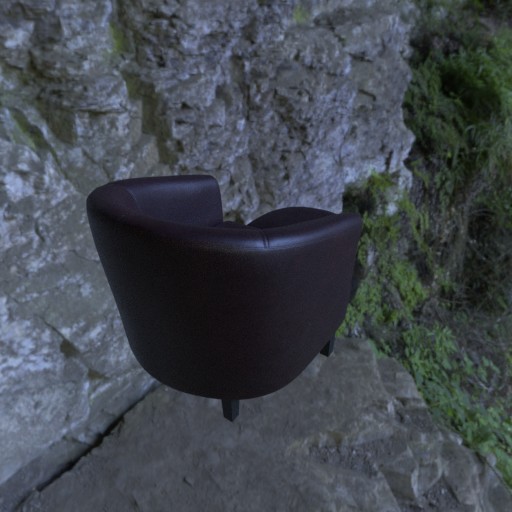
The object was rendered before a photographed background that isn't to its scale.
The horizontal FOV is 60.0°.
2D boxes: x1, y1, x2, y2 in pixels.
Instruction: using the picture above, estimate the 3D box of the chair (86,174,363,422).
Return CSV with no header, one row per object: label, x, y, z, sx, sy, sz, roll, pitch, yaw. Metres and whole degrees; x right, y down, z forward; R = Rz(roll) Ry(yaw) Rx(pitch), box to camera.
chair,0.000,0.000,1.672,0.737,0.755,1.176,20,36,30
